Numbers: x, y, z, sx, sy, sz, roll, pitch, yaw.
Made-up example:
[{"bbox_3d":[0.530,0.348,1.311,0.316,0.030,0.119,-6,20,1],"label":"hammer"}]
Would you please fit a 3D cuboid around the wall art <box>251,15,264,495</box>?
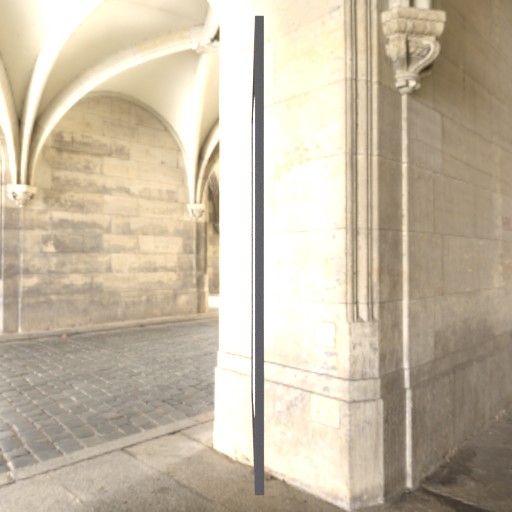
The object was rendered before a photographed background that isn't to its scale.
[{"bbox_3d":[0.000,0.000,0.835,0.013,0.657,0.457,0,-1,-1],"label":"wall art"}]
